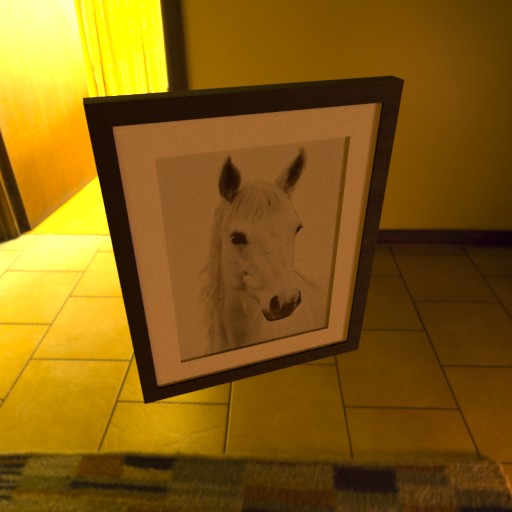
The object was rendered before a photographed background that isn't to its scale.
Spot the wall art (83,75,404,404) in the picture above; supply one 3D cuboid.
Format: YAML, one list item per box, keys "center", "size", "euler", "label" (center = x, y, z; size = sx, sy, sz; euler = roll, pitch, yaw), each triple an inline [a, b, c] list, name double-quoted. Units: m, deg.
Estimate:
- center: [0.000, 0.000, 0.762]
  size: [0.455, 0.552, 0.034]
  euler: [-10, 34, -15]
  label: "wall art"
